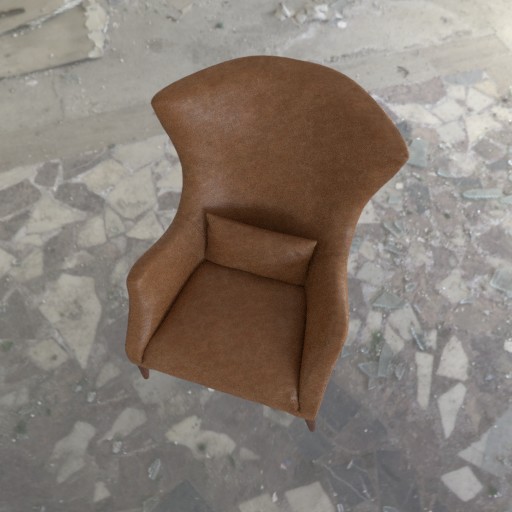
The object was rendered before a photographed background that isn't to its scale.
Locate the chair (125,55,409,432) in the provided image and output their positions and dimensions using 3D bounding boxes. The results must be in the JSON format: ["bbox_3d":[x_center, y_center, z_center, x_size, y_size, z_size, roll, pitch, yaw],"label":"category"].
[{"bbox_3d":[0.000,0.000,1.708,0.846,1.067,0.955,15,60,9],"label":"chair"}]
